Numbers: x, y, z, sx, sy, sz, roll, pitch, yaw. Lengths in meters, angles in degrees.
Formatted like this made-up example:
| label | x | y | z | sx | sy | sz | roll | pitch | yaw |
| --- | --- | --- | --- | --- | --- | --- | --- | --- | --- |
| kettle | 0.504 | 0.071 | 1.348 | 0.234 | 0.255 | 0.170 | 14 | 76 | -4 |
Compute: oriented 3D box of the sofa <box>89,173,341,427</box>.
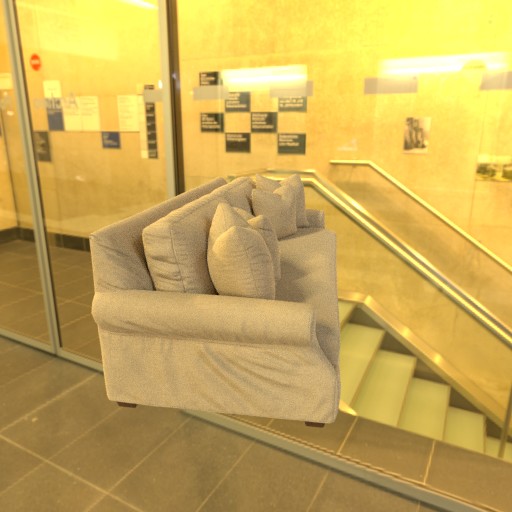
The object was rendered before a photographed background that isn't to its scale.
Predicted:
| label | x | y | z | sx | sy | sz | roll | pitch | yaw |
| --- | --- | --- | --- | --- | --- | --- | --- | --- | --- |
| sofa | 0.000 | 0.000 | 2.837 | 1.067 | 0.904 | 2.285 | 3 | 16 | 9 |
